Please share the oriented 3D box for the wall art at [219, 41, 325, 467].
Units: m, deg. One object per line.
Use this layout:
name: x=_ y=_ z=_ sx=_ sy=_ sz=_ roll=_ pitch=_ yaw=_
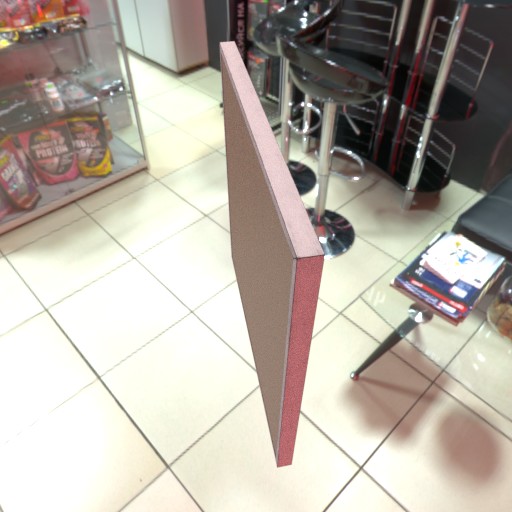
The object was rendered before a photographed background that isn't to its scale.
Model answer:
wall art: x=0.000 y=0.000 z=1.115 sx=0.038 sy=0.762 sz=0.762 roll=-8 pitch=46 yaw=-8
